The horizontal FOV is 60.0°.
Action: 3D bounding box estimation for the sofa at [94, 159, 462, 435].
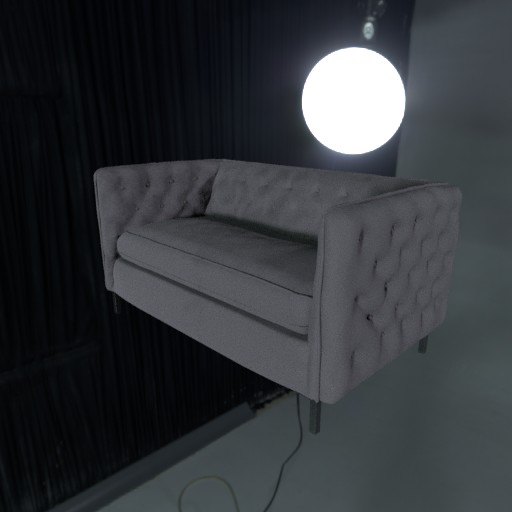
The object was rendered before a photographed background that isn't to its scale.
[{"bbox_3d":[0.000,0.000,2.169,0.909,0.810,1.583,-17,24,-42],"label":"sofa"}]
